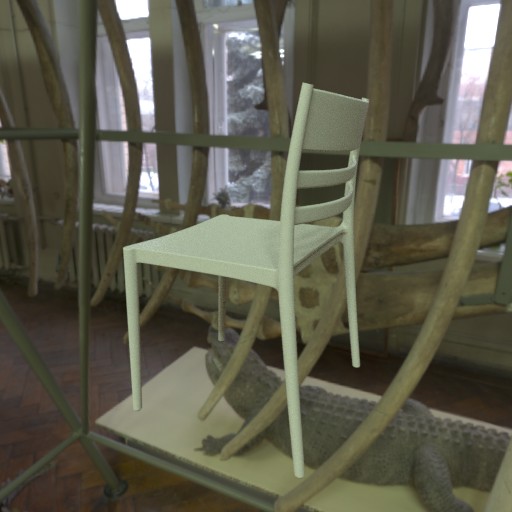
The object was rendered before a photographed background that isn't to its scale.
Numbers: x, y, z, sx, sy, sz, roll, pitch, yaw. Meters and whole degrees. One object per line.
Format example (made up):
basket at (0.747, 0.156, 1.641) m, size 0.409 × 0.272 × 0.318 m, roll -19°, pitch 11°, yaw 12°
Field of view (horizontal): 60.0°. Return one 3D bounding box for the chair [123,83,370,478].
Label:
chair at (0.000, 0.000, 1.167) m, size 0.511 × 0.800 × 0.531 m, roll 8°, pitch 18°, yaw 25°
